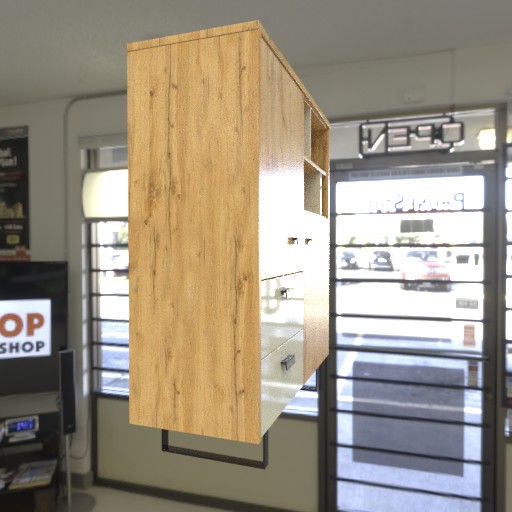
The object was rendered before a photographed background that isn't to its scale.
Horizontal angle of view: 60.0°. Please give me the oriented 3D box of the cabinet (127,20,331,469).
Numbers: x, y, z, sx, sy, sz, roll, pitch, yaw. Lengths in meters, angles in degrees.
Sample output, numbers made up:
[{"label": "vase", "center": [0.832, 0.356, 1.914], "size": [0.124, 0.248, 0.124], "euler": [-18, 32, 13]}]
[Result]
[{"label": "cabinet", "center": [0.000, 0.000, 1.923], "size": [0.473, 1.397, 1.168], "euler": [0, 1, 20]}]
